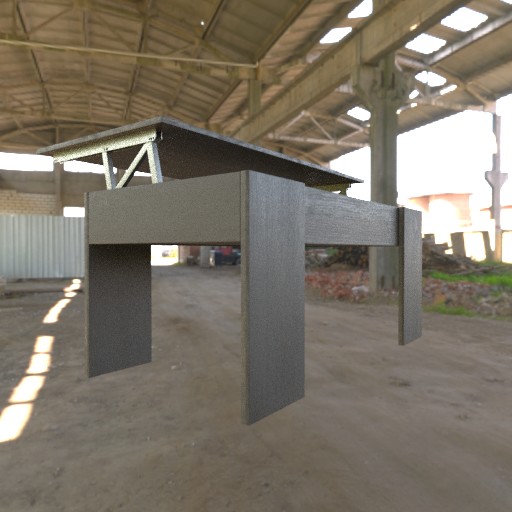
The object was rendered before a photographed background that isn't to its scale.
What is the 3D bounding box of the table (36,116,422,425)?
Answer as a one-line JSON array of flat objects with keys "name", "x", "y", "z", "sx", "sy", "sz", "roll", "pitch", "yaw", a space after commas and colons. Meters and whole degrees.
[{"name": "table", "x": 0.000, "y": 0.000, "z": 1.367, "sx": 0.711, "sy": 0.570, "sz": 1.000, "roll": 1, "pitch": 1, "yaw": 37}]
